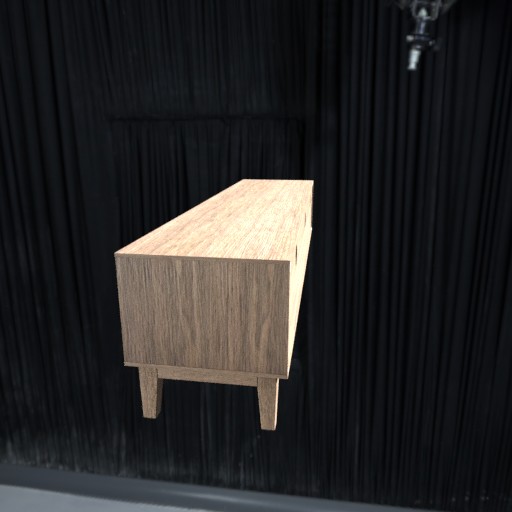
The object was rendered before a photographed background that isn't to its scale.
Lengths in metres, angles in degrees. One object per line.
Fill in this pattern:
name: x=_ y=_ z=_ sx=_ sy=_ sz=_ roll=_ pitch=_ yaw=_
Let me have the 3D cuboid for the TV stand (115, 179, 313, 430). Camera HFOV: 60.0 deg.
TV stand: x=0.000 y=0.000 z=1.655 sx=0.366 sy=0.409 sz=1.482 roll=2 pitch=16 yaw=8
